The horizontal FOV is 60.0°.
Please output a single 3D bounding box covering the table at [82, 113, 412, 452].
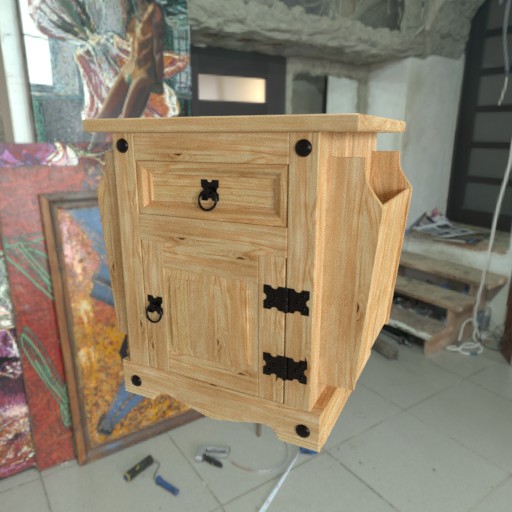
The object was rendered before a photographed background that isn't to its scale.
[{"bbox_3d":[0.000,0.000,0.879,0.530,0.515,0.380,7,17,25],"label":"table"}]
